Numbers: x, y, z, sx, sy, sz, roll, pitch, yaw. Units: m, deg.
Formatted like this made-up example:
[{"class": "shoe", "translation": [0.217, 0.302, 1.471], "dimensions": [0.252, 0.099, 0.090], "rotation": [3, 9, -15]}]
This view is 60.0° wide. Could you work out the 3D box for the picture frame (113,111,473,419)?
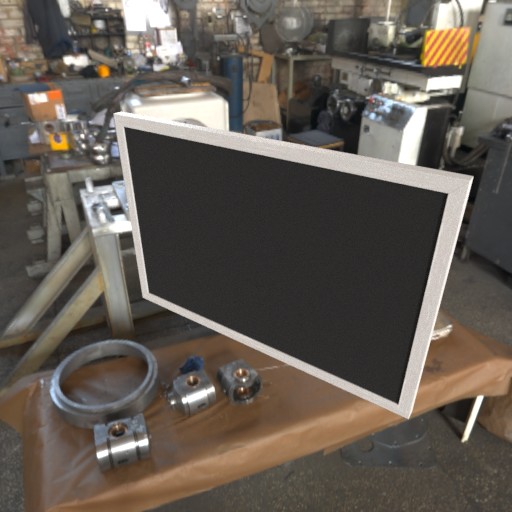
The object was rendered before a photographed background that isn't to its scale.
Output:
[{"class": "picture frame", "translation": [0.000, 0.000, 1.201], "dimensions": [0.950, 0.640, 0.029], "rotation": [19, 35, 28]}]
